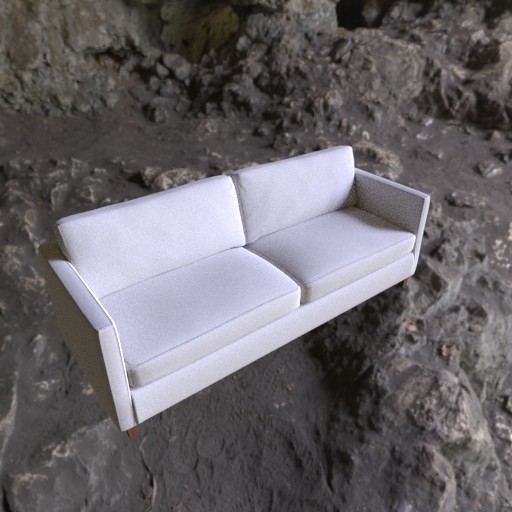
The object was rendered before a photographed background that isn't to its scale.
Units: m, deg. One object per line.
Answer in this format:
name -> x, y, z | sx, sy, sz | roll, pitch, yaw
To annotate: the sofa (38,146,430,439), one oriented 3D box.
sofa -> 0.000, 0.000, 2.868 | 2.361, 0.962, 0.951 | -21, 37, -31
